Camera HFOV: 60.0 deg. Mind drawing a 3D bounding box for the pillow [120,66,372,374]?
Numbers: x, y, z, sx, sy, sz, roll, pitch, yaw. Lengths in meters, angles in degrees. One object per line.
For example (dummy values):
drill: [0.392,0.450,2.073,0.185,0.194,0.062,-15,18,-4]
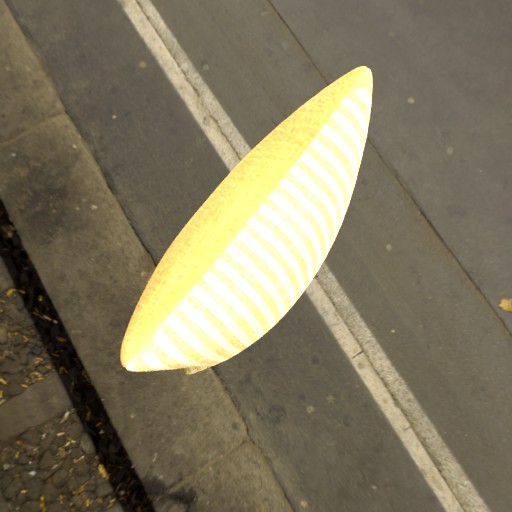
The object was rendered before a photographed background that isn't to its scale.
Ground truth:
pillow: [0.000,0.000,0.648,0.173,0.407,0.419,37,78,9]
